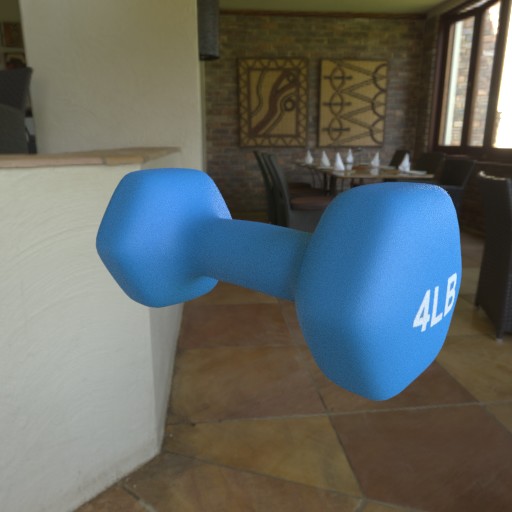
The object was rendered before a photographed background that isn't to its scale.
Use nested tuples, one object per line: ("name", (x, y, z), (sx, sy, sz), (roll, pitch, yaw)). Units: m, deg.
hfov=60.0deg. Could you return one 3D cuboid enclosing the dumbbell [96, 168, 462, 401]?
("dumbbell", (0.000, 0.000, 0.183), (0.152, 0.066, 0.074), (13, 20, 41))
